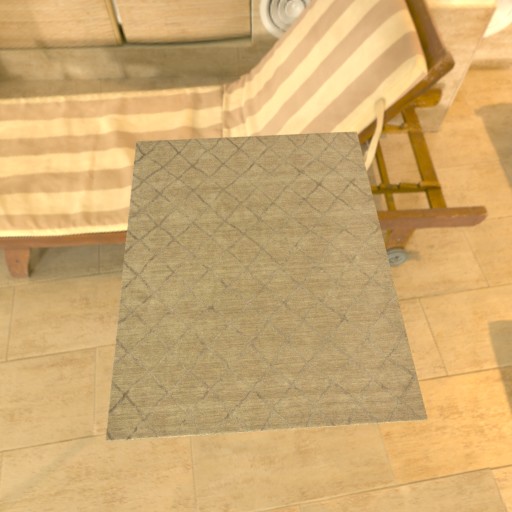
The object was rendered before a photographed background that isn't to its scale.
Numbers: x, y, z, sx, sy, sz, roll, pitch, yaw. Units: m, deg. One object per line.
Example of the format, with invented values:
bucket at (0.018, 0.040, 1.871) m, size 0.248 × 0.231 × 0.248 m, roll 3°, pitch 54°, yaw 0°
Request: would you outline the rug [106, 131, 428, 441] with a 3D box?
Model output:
rug at (0.000, 0.000, 4.088) m, size 2.420 × 0.019 × 3.038 m, roll -3°, pitch 60°, yaw -2°
